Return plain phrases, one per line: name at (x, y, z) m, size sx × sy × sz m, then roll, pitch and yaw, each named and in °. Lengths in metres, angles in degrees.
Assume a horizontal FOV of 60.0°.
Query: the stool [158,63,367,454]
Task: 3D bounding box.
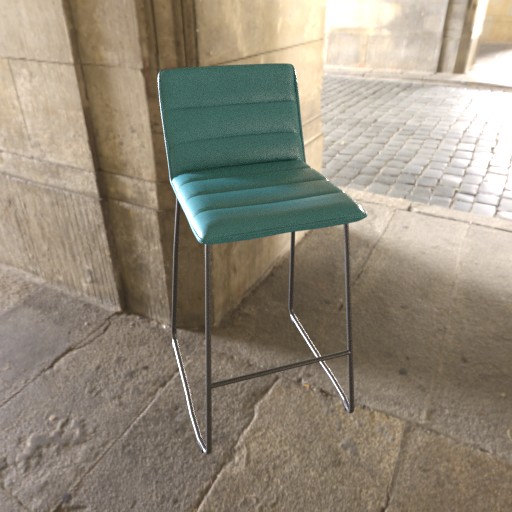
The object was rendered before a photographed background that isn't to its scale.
stool at (0.000, 0.000, 1.250) m, size 0.489 × 0.936 × 0.524 m, roll -10°, pitch 33°, yaw -15°
